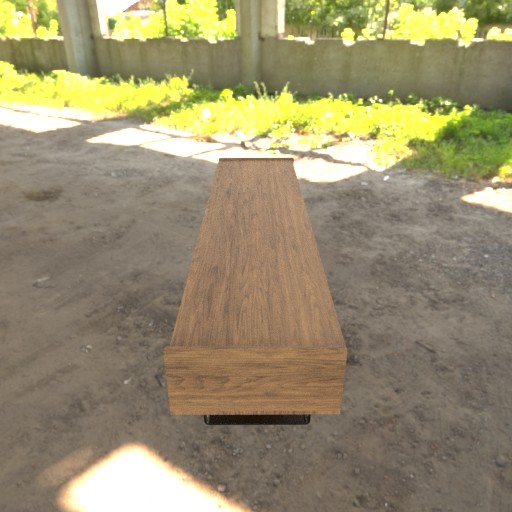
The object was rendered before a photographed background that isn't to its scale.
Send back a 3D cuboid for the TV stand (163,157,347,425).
[{"bbox_3d":[0.000,0.000,1.986,0.467,0.415,1.796,0,27,0],"label":"TV stand"}]
